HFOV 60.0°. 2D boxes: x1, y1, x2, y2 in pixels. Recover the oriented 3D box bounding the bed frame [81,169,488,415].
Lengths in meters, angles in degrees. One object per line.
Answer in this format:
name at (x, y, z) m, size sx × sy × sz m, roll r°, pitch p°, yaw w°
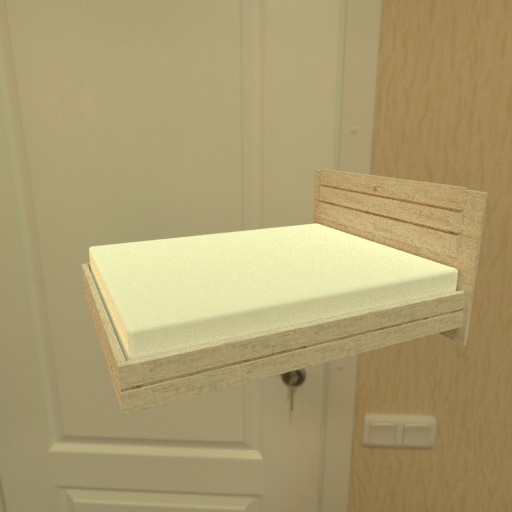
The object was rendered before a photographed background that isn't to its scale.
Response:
bed frame at (0.000, 0.000, 2.967) m, size 2.080 × 0.970 × 1.750 m, roll -7°, pitch 17°, yaw -25°
